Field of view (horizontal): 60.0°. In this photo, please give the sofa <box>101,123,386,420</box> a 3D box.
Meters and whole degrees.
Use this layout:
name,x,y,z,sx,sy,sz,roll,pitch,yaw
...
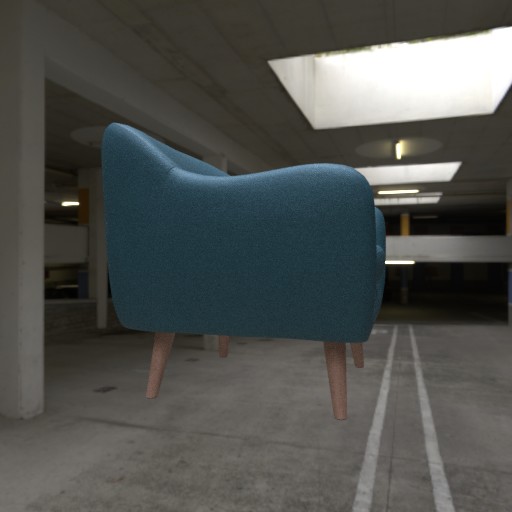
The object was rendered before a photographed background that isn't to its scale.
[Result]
name,x,y,z,sx,sy,sz,roll,pitch,yaw
sofa,0.000,0.000,1.476,0.825,0.817,0.836,0,0,18
